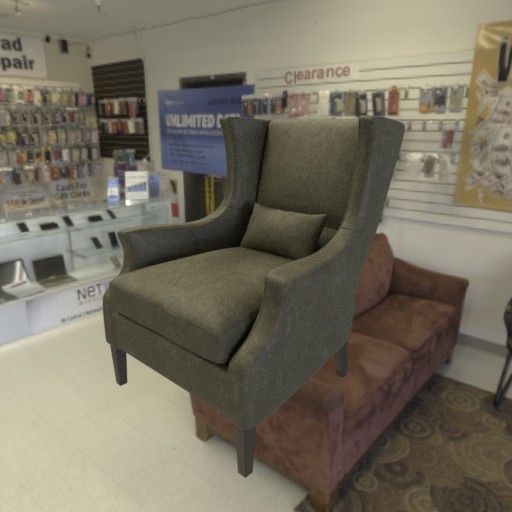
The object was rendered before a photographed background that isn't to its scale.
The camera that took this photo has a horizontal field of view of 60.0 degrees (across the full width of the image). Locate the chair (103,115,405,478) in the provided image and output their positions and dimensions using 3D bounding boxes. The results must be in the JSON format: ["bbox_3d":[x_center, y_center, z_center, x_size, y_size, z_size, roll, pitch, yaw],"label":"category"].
[{"bbox_3d":[0.000,0.000,1.682,0.853,1.016,0.926,15,23,41],"label":"chair"}]
